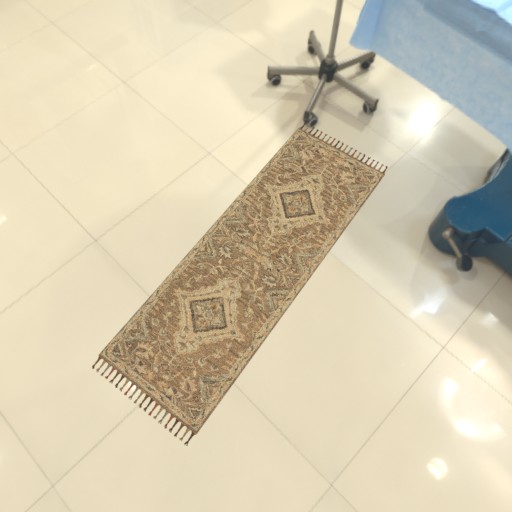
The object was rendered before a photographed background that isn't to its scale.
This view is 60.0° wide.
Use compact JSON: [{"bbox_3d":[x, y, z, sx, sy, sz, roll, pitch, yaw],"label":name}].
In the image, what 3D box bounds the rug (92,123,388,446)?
[{"bbox_3d":[0.000,0.000,2.872,2.378,0.018,1.324,-35,69,-16],"label":"rug"}]
